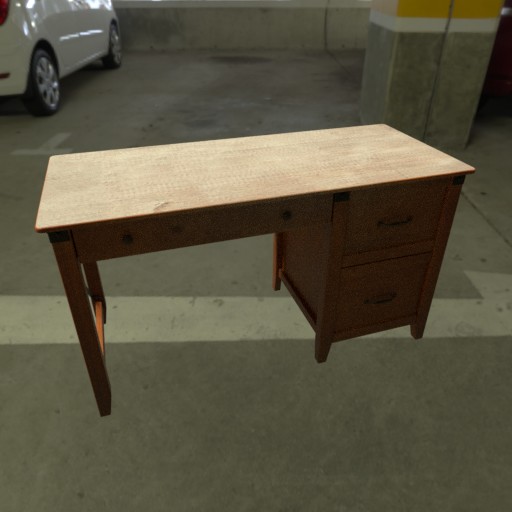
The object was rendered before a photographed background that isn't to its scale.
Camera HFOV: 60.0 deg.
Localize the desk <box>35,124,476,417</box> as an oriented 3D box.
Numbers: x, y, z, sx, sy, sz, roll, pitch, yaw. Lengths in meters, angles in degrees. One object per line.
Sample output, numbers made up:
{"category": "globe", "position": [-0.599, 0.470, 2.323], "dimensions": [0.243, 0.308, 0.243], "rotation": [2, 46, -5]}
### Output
{"category": "desk", "position": [0.000, 0.000, 1.716], "dimensions": [1.353, 0.756, 0.574], "rotation": [-10, 33, -15]}
